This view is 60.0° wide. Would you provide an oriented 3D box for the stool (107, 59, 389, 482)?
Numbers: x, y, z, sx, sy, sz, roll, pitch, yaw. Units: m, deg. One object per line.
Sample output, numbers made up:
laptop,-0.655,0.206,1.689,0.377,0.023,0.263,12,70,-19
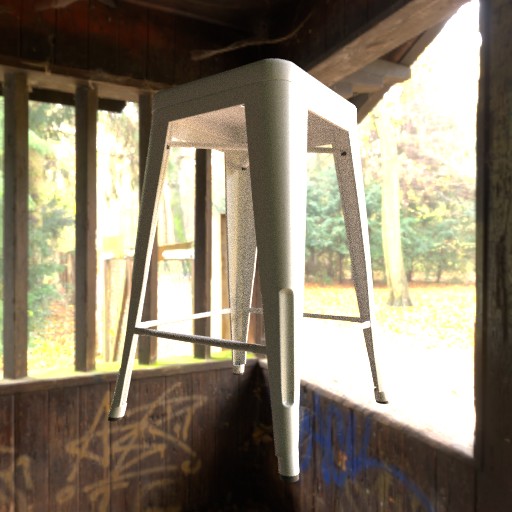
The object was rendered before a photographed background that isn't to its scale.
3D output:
stool,0.000,0.000,0.875,0.406,0.610,0.406,0,0,35
